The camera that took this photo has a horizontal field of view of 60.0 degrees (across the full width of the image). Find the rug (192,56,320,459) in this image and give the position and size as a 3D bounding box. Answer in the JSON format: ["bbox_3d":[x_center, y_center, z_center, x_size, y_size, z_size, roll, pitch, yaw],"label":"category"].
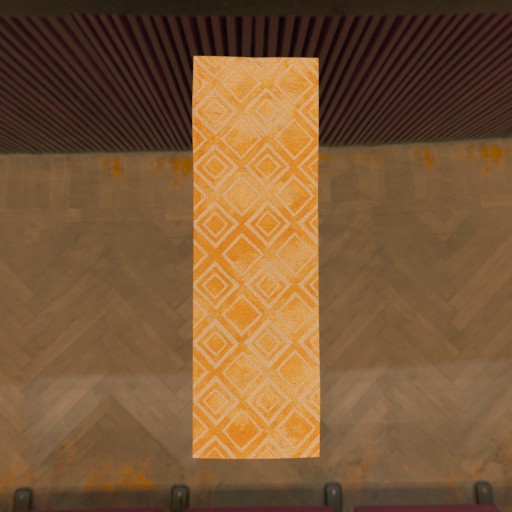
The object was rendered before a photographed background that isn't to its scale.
[{"bbox_3d":[0.000,0.000,2.689,0.775,0.010,2.438,0,89,-1],"label":"rug"}]
